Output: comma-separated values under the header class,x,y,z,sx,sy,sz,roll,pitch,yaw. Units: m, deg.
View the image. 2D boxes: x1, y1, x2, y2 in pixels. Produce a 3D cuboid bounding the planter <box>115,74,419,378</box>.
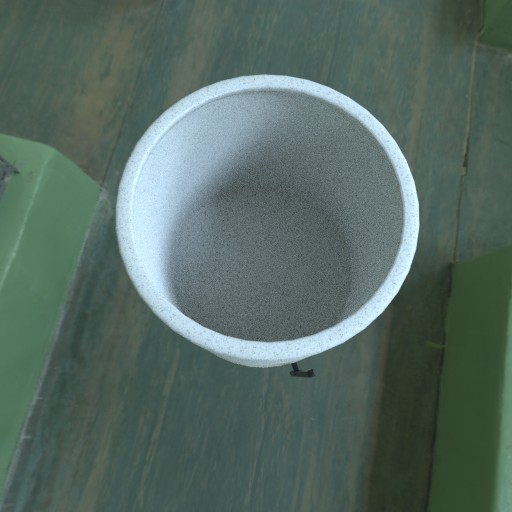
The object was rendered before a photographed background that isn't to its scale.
class,x,y,z,sx,sy,sz,roll,pitch,yaw
planter,0.000,0.000,0.652,0.335,0.423,0.313,11,75,3
